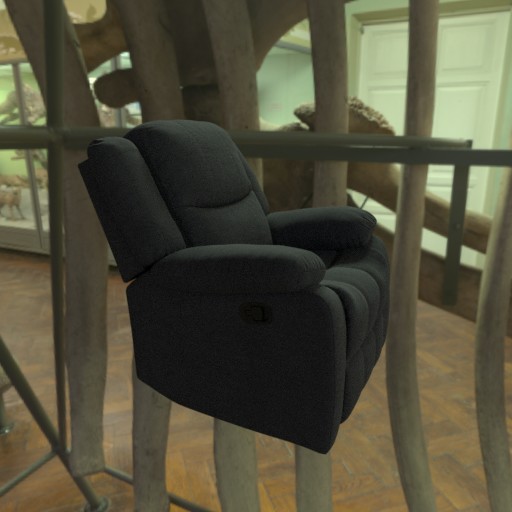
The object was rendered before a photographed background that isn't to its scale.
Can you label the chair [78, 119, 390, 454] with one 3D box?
[{"bbox_3d":[0.000,0.000,1.707,0.944,1.008,0.899,8,18,26],"label":"chair"}]
